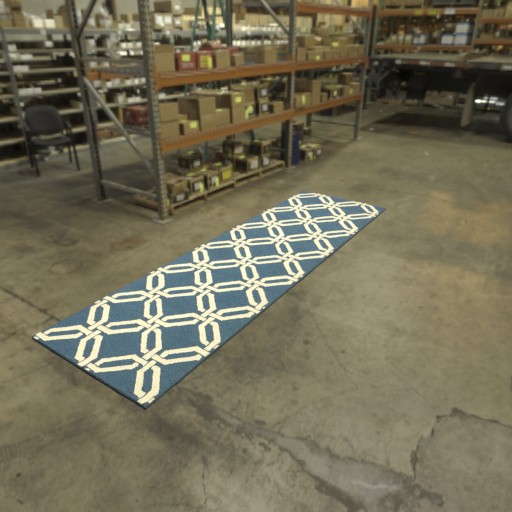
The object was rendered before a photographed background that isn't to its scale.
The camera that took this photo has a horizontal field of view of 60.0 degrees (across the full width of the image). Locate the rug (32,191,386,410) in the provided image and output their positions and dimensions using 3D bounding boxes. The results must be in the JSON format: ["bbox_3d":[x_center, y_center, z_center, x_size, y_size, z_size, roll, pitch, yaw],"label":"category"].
[{"bbox_3d":[0.000,0.000,2.483,0.678,0.014,2.276,17,32,31],"label":"rug"}]
